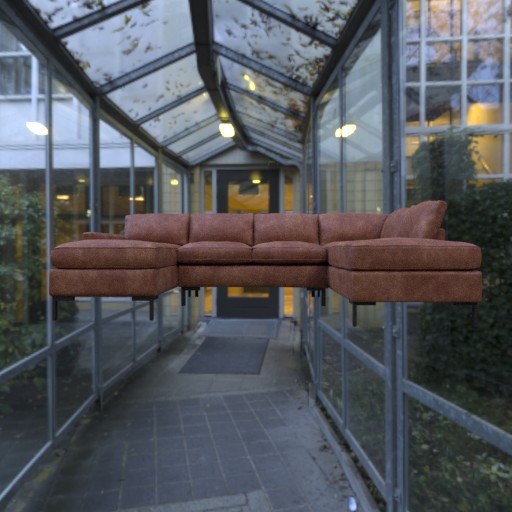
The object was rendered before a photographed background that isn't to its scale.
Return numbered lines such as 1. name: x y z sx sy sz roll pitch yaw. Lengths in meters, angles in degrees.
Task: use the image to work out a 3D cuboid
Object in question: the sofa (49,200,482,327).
1. sofa: 0.000 0.000 3.824 2.956 0.900 1.939 0 1 1
